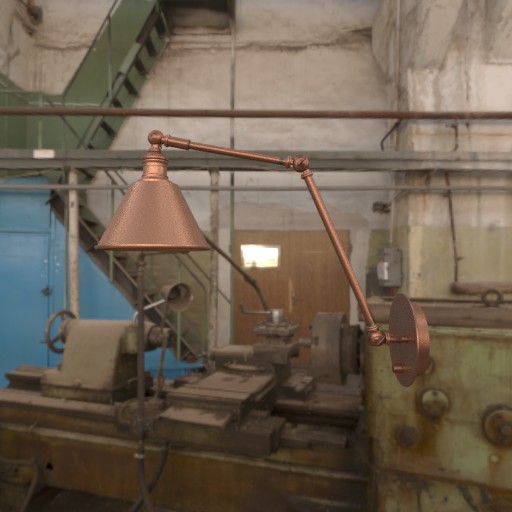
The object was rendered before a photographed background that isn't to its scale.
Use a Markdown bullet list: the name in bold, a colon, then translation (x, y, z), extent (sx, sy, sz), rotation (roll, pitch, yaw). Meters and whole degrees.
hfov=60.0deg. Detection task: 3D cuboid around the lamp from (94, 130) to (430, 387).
- **lamp**: translation (0.000, 0.000, 0.871), extent (0.624, 0.502, 0.223), rotation (0, -1, 2)
